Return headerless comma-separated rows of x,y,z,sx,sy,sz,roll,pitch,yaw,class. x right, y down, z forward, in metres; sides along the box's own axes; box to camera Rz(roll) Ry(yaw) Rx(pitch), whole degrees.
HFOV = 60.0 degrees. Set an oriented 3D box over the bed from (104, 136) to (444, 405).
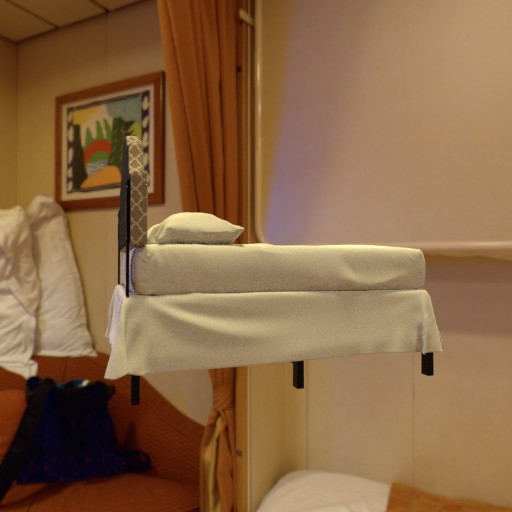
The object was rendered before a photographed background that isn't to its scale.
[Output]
0.000,0.000,3.439,2.222,1.633,1.780,0,-1,-19,bed
